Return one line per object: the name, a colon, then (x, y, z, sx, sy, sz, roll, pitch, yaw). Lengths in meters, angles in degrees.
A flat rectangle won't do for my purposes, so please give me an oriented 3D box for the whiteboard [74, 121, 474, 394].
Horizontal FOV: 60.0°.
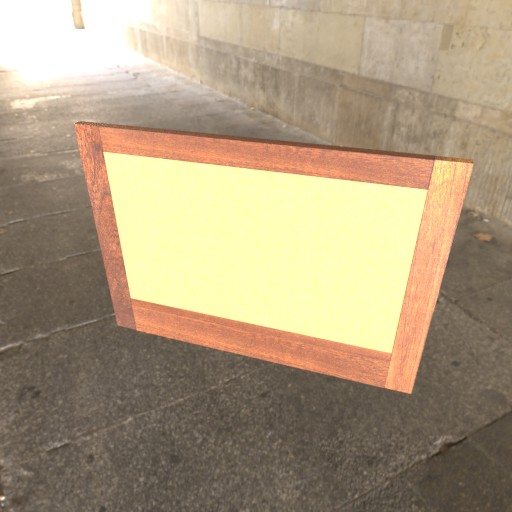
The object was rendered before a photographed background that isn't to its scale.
whiteboard: (0.000, 0.000, 1.016, 0.783, 0.559, 0.083, 10, 33, 15)
